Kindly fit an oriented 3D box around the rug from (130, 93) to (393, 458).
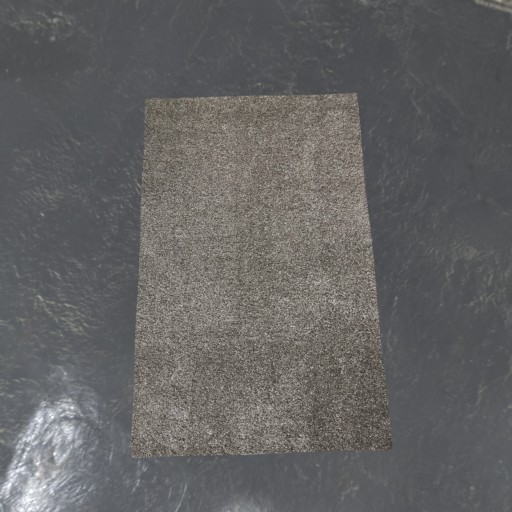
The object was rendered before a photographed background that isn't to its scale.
[{"bbox_3d":[0.000,0.000,2.843,1.501,0.025,2.352,-2,75,0],"label":"rug"}]
